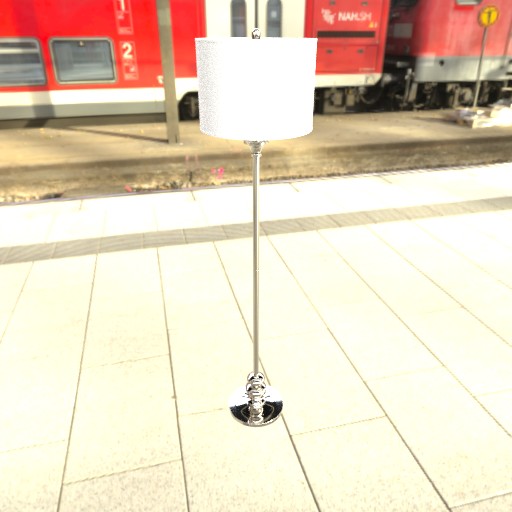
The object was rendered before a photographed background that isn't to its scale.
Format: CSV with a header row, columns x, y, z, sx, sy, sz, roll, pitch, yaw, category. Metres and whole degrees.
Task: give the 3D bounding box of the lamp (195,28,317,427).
x,y,z,sx,sy,sz,roll,pitch,yaw,category
0.000,0.000,1.627,0.356,1.487,0.356,-7,28,-14,lamp
